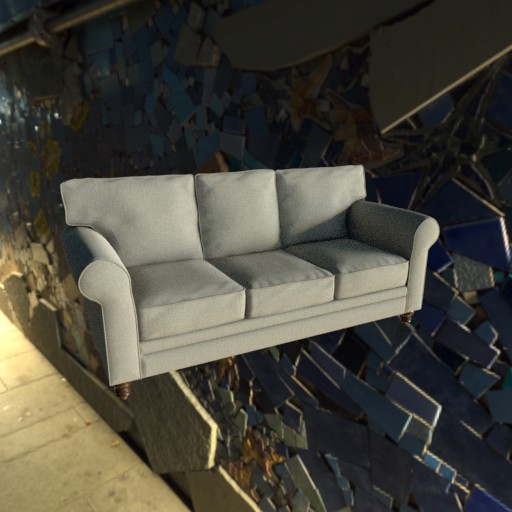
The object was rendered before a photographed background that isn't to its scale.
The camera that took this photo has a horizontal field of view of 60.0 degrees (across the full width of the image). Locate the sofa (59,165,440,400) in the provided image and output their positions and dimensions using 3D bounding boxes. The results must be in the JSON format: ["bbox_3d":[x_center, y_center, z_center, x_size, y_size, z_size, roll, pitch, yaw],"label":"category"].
[{"bbox_3d":[0.000,0.000,2.641,2.084,0.961,0.916,-8,18,-26],"label":"sofa"}]
